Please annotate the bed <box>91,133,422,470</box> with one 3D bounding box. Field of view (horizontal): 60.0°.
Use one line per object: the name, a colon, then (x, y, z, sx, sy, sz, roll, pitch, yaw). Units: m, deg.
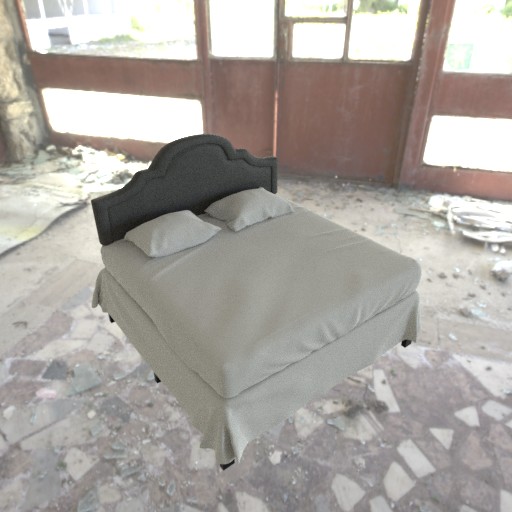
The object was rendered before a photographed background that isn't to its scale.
bed: (0.000, 0.000, 3.743, 2.303, 1.631, 2.222, -21, 37, -32)
